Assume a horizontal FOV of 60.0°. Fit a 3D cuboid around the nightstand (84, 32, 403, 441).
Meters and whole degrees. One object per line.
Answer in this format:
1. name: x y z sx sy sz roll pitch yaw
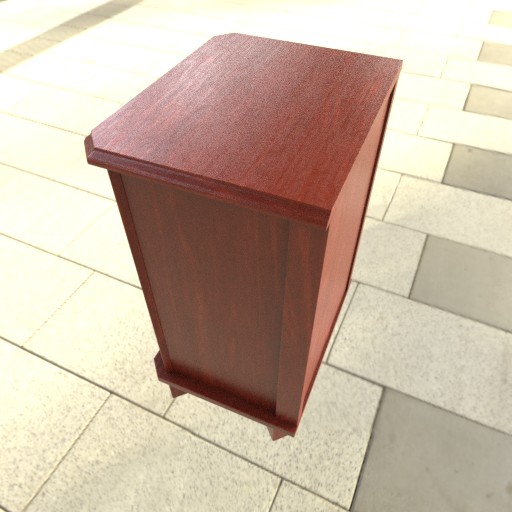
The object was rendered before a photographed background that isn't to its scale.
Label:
1. nightstand: 0.000 0.000 0.891 0.351 0.681 0.435 17 49 16
